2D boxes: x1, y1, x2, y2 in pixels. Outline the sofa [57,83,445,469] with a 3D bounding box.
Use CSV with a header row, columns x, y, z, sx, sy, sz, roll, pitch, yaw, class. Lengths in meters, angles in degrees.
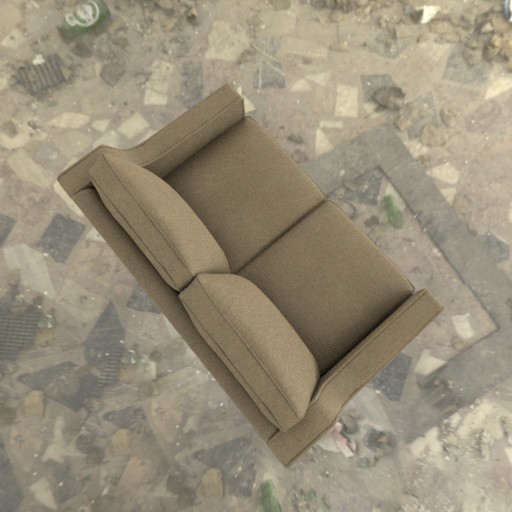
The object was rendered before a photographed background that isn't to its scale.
x,y,z,sx,sy,sz,roll,pitch,yaw,class
0.000,0.000,2.147,0.985,0.981,1.503,-39,78,-10,sofa
